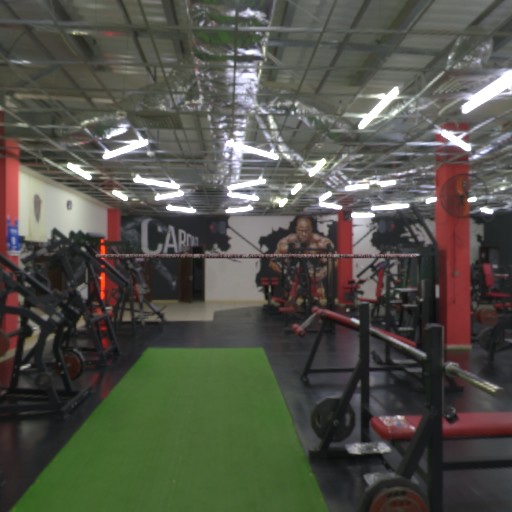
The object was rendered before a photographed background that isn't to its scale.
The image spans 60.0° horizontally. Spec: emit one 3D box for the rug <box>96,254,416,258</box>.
[{"bbox_3d":[0.000,0.000,2.226,1.514,0.015,1.514,0,0,0],"label":"rug"}]
